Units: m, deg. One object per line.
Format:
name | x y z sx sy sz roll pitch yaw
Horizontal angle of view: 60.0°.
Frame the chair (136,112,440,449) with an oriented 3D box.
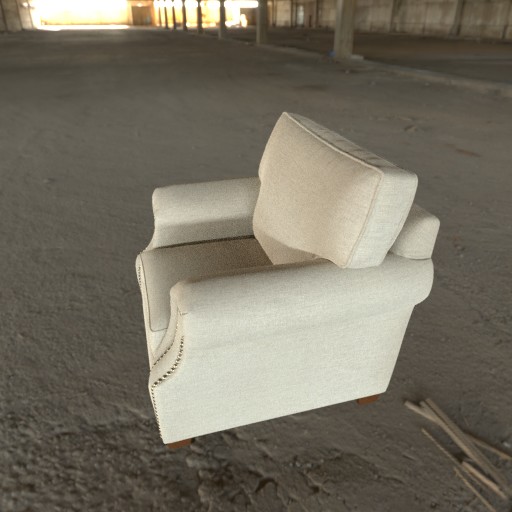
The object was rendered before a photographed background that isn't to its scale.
chair | 0.000 0.000 1.807 0.965 0.961 1.092 -8 30 -14
